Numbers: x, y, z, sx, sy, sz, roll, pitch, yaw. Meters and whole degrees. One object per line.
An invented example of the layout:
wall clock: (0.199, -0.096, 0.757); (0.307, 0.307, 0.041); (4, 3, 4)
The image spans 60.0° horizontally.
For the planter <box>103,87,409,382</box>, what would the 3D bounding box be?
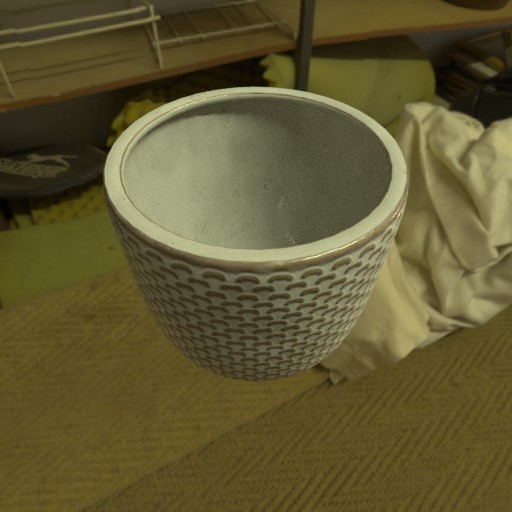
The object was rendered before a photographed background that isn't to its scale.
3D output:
planter: (0.000, 0.000, 0.355); (0.197, 0.191, 0.197); (0, 46, 0)
